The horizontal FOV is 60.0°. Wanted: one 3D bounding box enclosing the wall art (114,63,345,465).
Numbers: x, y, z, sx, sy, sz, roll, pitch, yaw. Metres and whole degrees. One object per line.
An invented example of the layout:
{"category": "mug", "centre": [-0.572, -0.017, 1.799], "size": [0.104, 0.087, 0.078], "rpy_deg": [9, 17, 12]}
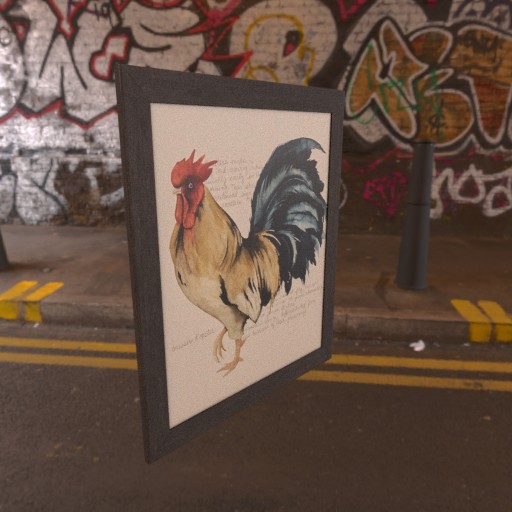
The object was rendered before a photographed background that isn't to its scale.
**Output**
{"category": "wall art", "centre": [0.000, 0.000, 0.770], "size": [0.013, 0.570, 0.476], "rpy_deg": [15, 21, 43]}
